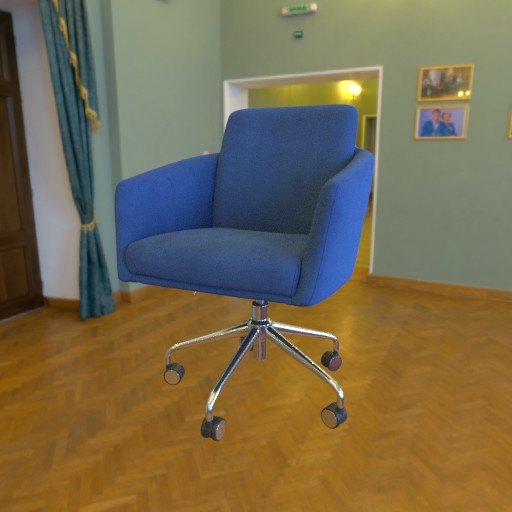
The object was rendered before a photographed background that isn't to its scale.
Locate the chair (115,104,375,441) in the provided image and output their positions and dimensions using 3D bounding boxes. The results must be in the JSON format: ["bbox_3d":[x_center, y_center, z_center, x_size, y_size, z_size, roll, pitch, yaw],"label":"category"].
[{"bbox_3d":[0.000,0.000,1.337,0.641,0.908,0.635,6,14,25],"label":"chair"}]
